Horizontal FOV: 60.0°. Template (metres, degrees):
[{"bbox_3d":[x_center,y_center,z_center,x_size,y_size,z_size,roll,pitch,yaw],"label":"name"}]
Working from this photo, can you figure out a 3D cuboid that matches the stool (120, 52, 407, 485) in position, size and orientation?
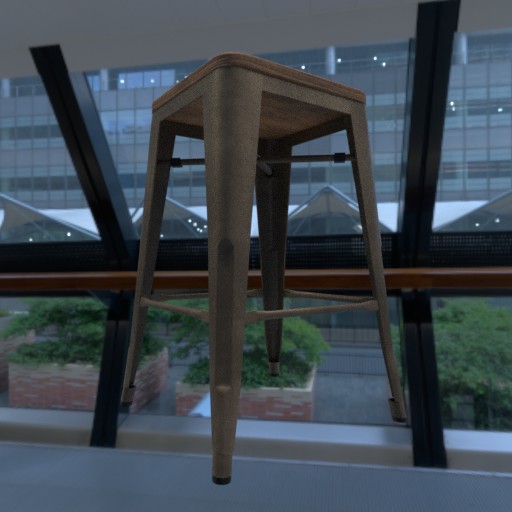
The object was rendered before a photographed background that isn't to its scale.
[{"bbox_3d":[0.000,0.000,0.865,0.407,0.607,0.407,0,0,-35],"label":"stool"}]
